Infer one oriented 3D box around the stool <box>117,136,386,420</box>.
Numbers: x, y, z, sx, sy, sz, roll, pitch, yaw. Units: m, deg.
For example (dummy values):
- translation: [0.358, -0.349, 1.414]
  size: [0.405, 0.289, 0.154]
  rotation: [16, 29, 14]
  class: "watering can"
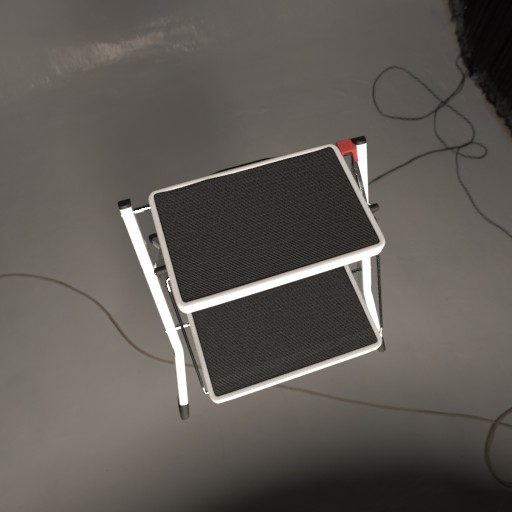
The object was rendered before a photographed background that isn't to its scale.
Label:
- translation: [0.000, 0.000, 0.879]
  size: [0.485, 0.445, 0.490]
  rotation: [-17, 65, -8]
  class: "stool"
